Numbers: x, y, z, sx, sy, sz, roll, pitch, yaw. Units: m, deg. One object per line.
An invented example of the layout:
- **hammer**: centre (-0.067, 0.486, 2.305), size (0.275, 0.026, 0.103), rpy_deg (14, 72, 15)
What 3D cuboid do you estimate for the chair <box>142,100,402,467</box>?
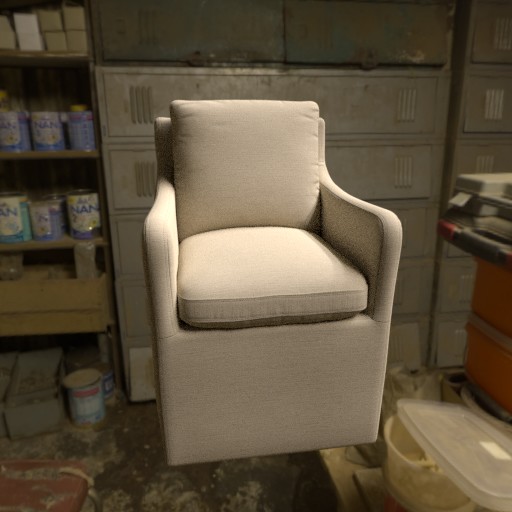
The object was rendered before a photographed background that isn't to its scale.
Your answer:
- **chair**: centre (0.000, 0.000, 1.344), size (0.626, 0.914, 0.694), rpy_deg (-3, 17, -9)
